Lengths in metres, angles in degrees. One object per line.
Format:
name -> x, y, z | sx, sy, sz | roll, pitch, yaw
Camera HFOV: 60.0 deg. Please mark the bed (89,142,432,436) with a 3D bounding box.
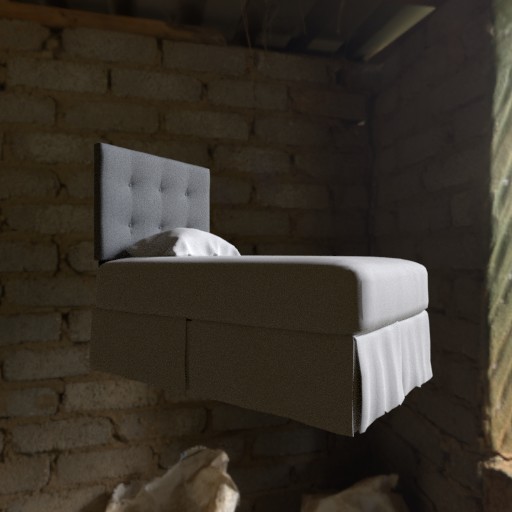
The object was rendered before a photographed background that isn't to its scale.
bed -> 0.000, 0.000, 2.956 | 1.997, 1.571, 1.261 | 0, 0, 36
